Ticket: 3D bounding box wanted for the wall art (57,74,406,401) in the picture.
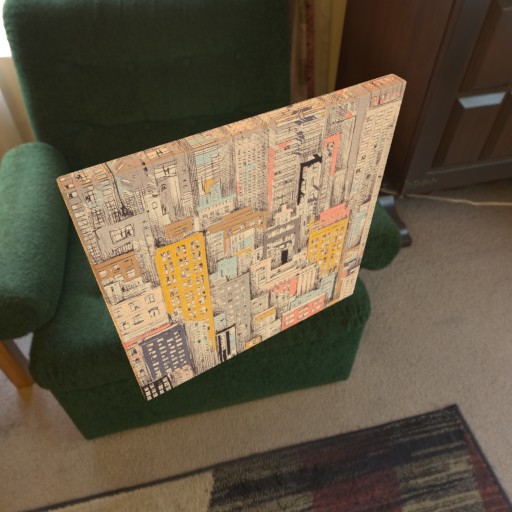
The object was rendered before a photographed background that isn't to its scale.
[{"bbox_3d":[0.000,0.000,0.912,0.607,0.608,0.038,-24,51,-21],"label":"wall art"}]
